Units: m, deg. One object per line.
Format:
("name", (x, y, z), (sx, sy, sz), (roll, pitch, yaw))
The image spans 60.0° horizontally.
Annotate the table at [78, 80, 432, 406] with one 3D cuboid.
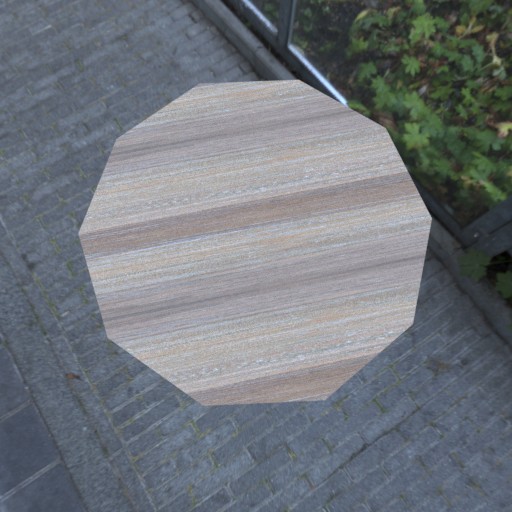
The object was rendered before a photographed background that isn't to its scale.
("table", (0.000, 0.000, 1.848), (1.186, 0.752, 1.186), (0, 75, 0))
